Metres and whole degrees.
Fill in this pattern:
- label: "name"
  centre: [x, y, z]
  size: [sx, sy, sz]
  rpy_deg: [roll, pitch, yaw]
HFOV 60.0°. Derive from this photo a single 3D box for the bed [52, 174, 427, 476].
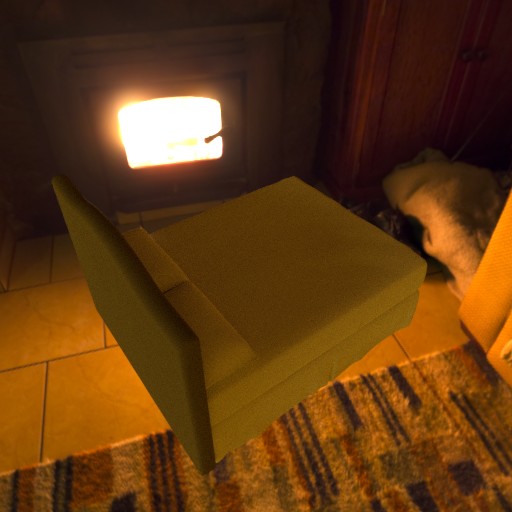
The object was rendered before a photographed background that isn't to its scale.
- label: "bed"
  centre: [0.000, 0.000, 3.149]
  size: [2.036, 1.387, 1.666]
  rpy_deg: [-26, 47, -27]
